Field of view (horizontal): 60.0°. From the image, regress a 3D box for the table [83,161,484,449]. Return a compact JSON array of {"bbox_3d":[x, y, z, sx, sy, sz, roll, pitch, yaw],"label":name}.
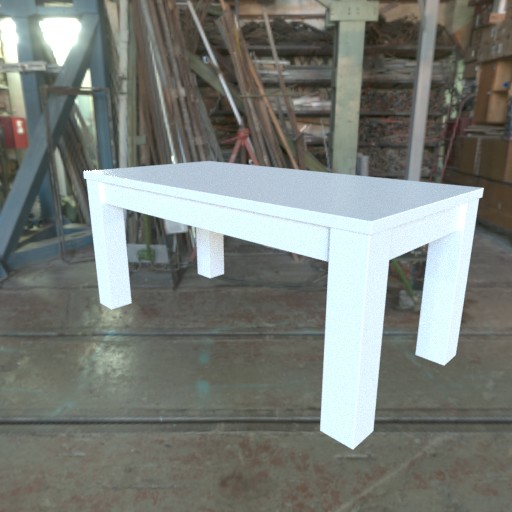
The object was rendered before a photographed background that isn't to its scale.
[{"bbox_3d":[0.000,0.000,2.274,1.800,0.790,0.900,16,23,42],"label":"table"}]
